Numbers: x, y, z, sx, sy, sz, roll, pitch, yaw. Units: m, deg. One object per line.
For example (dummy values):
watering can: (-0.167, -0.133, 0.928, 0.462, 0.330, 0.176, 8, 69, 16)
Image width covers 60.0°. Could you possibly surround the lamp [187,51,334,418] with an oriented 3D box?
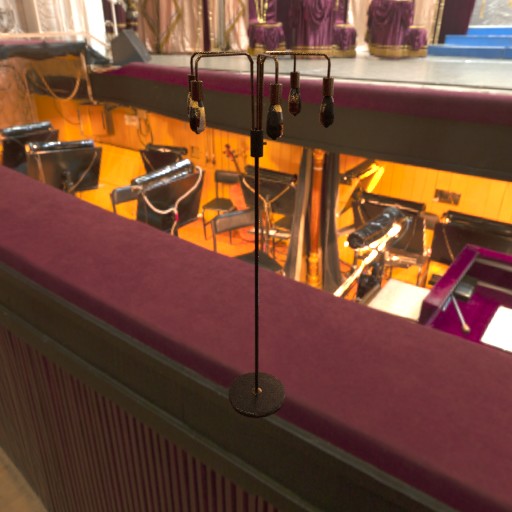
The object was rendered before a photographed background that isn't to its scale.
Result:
lamp: (0.000, 0.000, 2.055, 0.572, 1.721, 0.599, 18, 32, 31)
